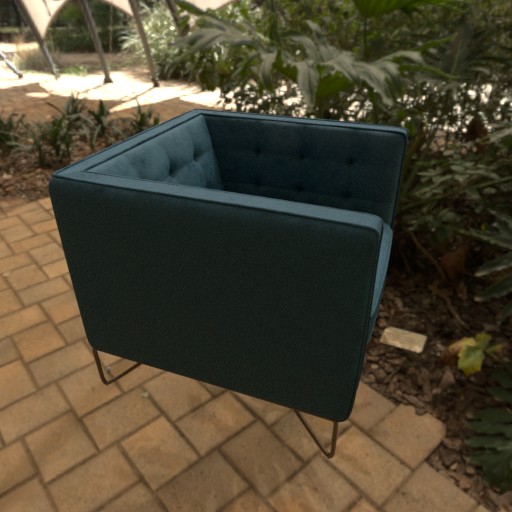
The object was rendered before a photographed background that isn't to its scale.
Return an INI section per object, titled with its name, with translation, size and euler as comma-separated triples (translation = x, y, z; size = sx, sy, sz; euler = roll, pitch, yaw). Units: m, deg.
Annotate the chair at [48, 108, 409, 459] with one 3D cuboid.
[chair]
translation = 0.000, 0.000, 1.572
size = 0.894, 0.790, 0.880
euler = 11, 32, 17
